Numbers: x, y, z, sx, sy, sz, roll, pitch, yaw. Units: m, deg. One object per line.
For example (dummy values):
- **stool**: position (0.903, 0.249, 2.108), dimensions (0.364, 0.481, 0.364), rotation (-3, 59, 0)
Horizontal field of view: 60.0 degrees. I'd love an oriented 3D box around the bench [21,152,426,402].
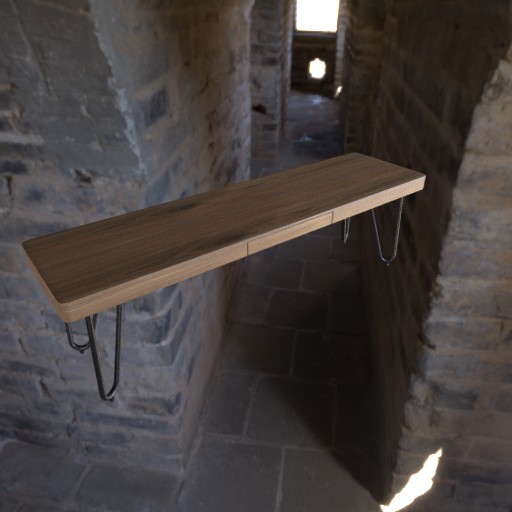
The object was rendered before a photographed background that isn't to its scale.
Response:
- **bench**: position (0.000, 0.000, 1.790), dimensions (1.570, 0.462, 0.425), rotation (-21, 36, -32)
